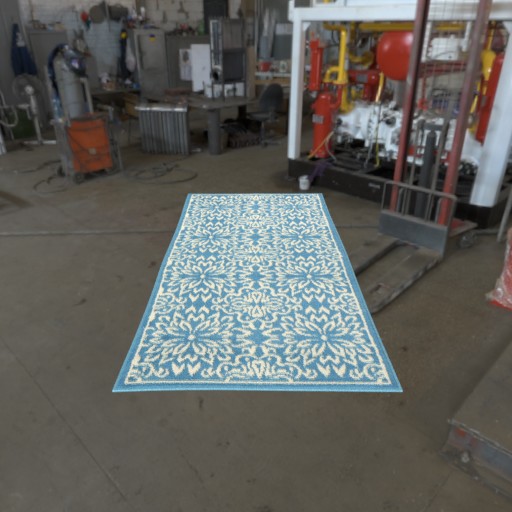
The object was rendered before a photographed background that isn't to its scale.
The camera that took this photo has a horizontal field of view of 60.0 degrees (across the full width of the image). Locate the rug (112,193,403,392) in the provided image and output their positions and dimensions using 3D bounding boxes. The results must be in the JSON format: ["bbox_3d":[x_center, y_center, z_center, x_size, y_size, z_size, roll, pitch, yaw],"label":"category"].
[{"bbox_3d":[0.000,0.000,1.458,0.604,0.007,1.219,0,27,0],"label":"rug"}]
